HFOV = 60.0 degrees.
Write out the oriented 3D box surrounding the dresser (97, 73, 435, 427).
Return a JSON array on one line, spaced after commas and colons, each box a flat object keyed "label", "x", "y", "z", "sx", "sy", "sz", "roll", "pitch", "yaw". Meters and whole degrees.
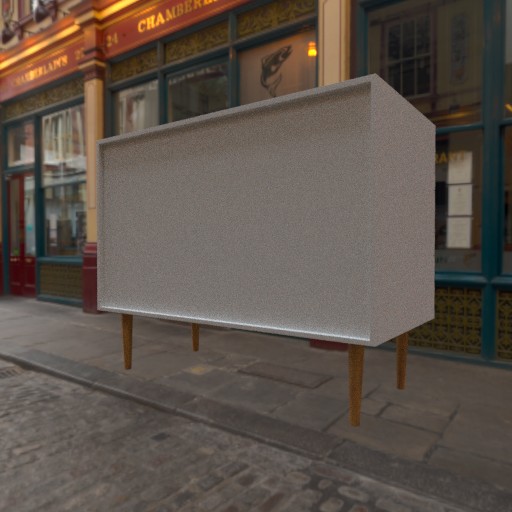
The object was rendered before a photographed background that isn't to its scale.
[{"label": "dresser", "x": 0.000, "y": 0.000, "z": 1.315, "sx": 0.905, "sy": 0.721, "sz": 0.457, "roll": 1, "pitch": 1, "yaw": 36}]
